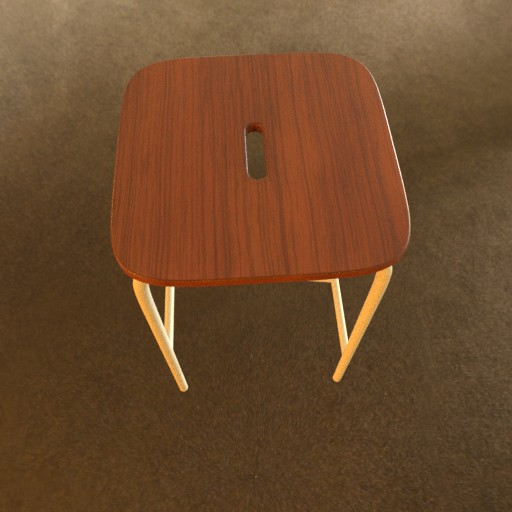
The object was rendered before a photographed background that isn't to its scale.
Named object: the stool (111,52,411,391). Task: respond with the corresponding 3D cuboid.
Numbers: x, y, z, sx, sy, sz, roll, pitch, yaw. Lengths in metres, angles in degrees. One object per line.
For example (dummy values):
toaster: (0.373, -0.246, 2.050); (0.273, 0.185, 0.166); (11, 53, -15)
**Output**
stool: (0.000, 0.000, 0.841); (0.376, 0.610, 0.376); (-3, 64, -2)
